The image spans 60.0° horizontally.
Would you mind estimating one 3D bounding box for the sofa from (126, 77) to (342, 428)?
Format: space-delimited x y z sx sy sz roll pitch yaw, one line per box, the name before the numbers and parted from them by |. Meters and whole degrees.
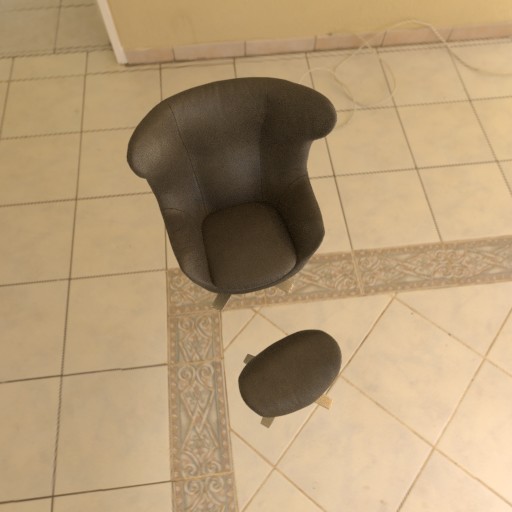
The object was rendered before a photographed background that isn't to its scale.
sofa | 0.000 0.000 2.147 0.894 1.135 1.444 -15 65 -7
